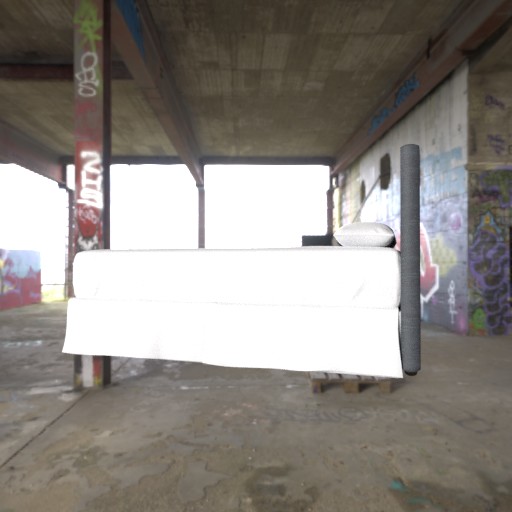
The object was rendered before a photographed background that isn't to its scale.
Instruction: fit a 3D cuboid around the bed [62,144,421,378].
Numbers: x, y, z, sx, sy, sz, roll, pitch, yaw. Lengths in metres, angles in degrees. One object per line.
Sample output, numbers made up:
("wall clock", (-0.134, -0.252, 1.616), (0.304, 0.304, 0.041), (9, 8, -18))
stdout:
("bed", (0.000, 0.000, 3.685), (2.507, 1.441, 1.747), (0, -1, 18))
